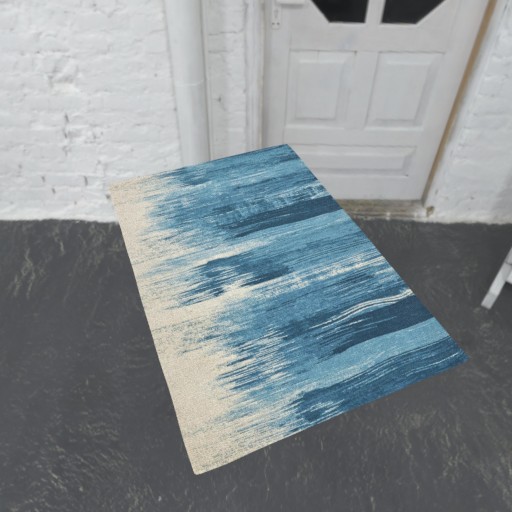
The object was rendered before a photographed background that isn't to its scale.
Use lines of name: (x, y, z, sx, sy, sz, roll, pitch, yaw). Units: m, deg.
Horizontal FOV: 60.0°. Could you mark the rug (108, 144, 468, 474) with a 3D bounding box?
rug: (0.000, 0.000, 2.314, 1.232, 0.009, 1.836, -17, 48, -15)
